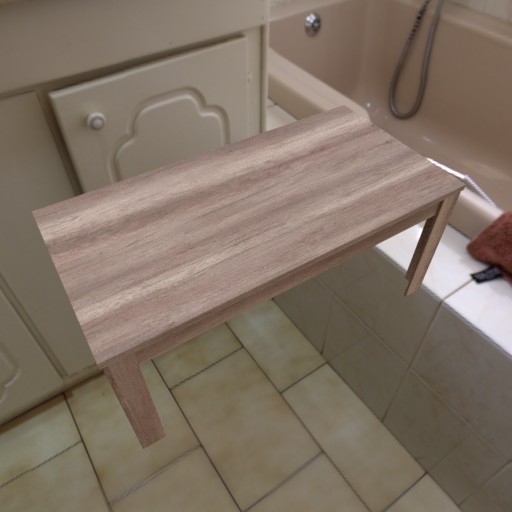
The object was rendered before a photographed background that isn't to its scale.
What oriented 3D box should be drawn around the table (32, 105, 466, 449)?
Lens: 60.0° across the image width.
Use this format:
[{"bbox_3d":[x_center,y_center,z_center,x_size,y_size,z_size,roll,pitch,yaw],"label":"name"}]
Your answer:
[{"bbox_3d":[0.000,0.000,2.334,1.800,0.790,0.900,-25,52,-21],"label":"table"}]
